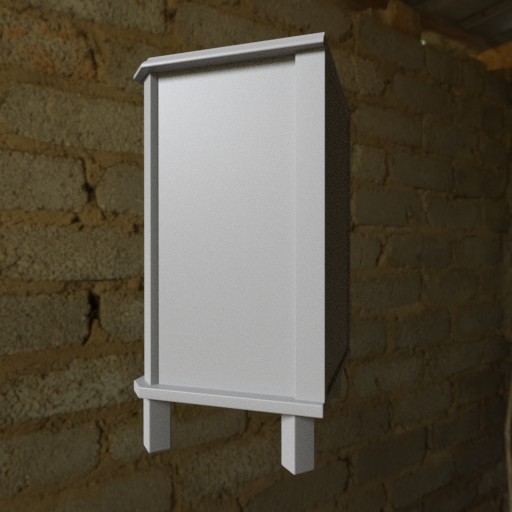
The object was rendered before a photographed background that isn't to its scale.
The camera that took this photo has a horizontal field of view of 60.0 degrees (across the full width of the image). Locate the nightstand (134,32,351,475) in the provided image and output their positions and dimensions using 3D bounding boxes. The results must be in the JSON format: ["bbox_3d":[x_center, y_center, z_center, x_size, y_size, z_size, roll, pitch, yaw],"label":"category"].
[{"bbox_3d":[0.000,0.000,0.927,0.350,0.680,0.450,0,0,17],"label":"nightstand"}]
